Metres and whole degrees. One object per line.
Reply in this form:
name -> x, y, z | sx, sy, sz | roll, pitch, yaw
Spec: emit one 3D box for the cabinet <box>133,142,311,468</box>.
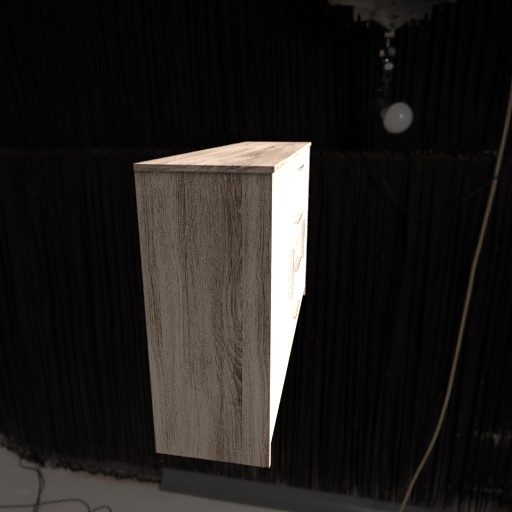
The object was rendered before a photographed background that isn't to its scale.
cabinet -> 0.000, 0.000, 1.919 | 0.380, 0.900, 1.450 | 3, 17, 10
